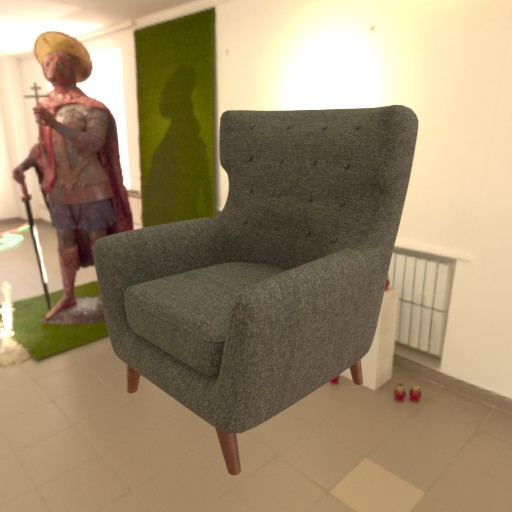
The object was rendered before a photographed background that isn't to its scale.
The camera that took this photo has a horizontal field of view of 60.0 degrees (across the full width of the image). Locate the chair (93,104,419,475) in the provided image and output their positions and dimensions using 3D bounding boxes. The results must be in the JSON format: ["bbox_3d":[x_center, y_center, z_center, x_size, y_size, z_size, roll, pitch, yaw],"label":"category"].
[{"bbox_3d":[0.000,0.000,1.656,0.904,1.063,0.878,-16,23,-43],"label":"chair"}]
